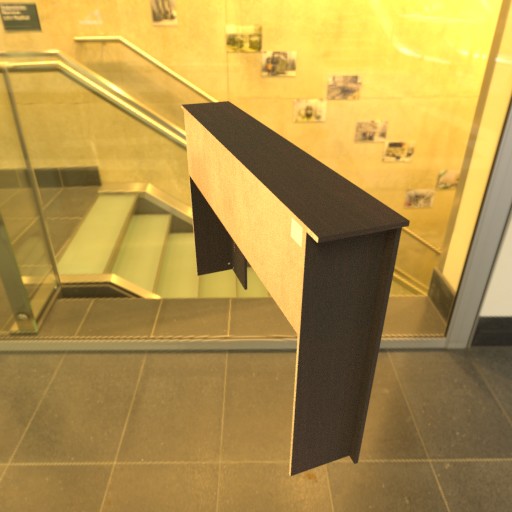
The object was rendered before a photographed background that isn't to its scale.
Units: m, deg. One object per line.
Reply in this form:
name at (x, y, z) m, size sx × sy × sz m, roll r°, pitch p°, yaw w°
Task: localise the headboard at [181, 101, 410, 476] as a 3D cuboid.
headboard at (0.000, 0.000, 2.117) m, size 0.279 × 1.092 × 1.671 m, roll -11°, pitch 32°, yaw -17°
